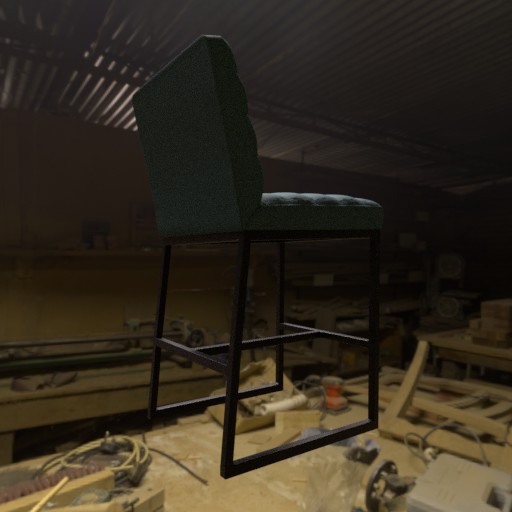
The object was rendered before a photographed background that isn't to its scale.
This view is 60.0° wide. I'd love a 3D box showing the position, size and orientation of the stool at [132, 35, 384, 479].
[{"bbox_3d":[0.000,0.000,1.242,0.560,0.940,0.460,0,0,-35],"label":"stool"}]
